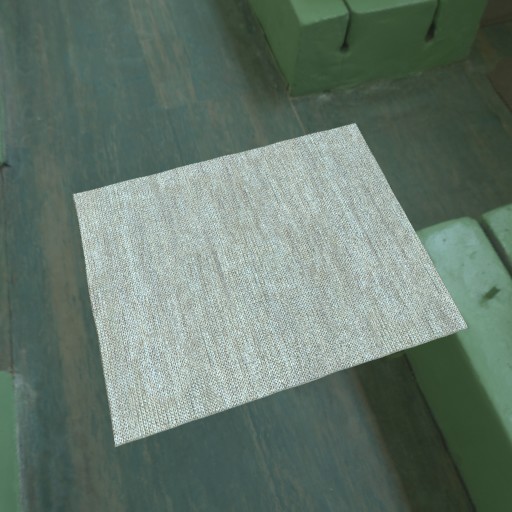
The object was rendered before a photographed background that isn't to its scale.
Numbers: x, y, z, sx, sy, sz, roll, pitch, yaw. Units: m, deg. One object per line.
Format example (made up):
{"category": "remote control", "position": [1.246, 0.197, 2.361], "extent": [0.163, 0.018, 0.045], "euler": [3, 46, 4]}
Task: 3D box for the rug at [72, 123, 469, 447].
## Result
{"category": "rug", "position": [0.000, 0.000, 4.088], "extent": [3.052, 0.030, 2.429], "euler": [-16, 65, -8]}
